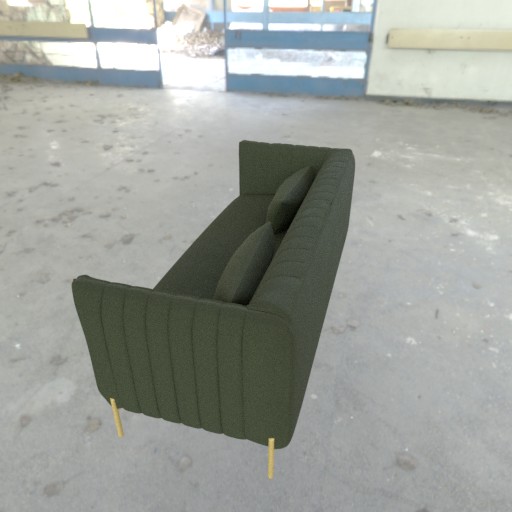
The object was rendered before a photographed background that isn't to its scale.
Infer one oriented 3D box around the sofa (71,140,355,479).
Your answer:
[{"bbox_3d":[0.000,0.000,2.566,0.896,0.793,2.137,8,31,14],"label":"sofa"}]
